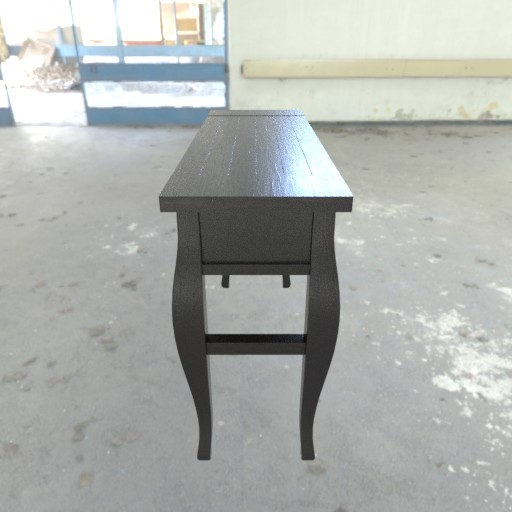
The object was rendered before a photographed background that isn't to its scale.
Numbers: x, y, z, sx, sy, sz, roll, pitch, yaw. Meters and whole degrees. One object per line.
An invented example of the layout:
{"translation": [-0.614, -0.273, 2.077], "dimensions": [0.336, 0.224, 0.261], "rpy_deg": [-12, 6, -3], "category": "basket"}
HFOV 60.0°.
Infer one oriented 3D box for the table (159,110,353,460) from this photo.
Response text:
{"translation": [0.000, 0.000, 1.454], "dimensions": [0.373, 0.768, 1.062], "rpy_deg": [0, 26, 0], "category": "table"}
